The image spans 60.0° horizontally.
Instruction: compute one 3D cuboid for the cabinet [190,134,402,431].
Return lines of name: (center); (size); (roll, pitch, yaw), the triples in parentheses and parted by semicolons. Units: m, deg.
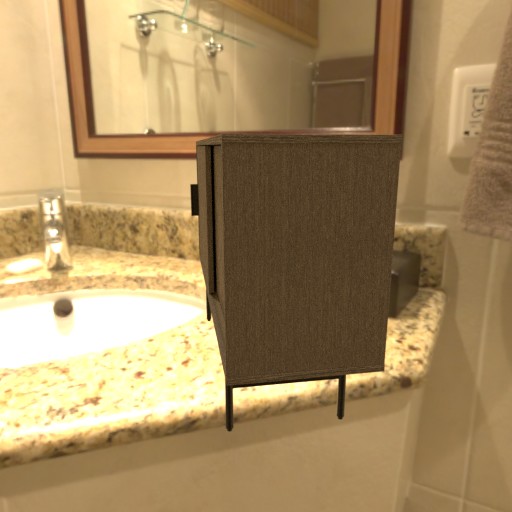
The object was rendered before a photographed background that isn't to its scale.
cabinet: (0.000, 0.000, 1.545); (0.405, 0.787, 1.194); (-2, 14, -10)
